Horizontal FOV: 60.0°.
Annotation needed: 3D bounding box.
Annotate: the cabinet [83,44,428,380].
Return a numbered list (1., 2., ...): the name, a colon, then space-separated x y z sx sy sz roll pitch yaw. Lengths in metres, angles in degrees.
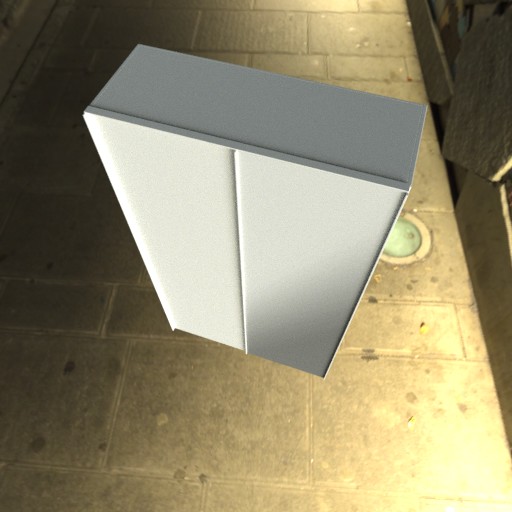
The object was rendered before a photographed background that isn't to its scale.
1. cabinet: 0.000 0.000 2.625 1.250 2.160 0.480 16 60 10
